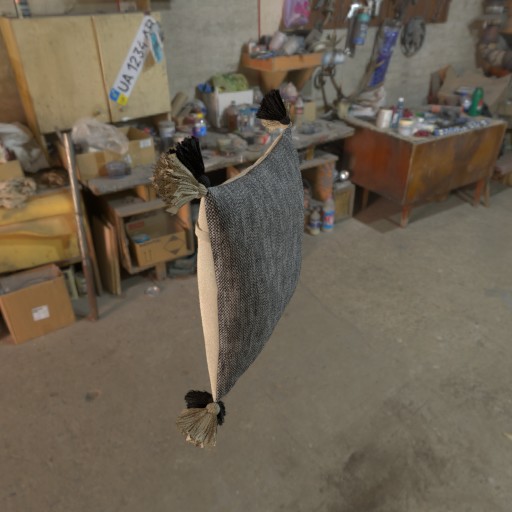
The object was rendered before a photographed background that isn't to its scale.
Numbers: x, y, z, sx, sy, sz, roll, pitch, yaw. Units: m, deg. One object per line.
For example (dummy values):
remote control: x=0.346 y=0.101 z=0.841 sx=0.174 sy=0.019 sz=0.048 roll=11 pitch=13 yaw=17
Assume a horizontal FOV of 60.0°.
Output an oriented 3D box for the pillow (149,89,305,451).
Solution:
pillow: x=0.000 y=0.000 z=1.011 sx=0.170 sy=0.659 sz=0.654 roll=10 pitch=31 yaw=18
